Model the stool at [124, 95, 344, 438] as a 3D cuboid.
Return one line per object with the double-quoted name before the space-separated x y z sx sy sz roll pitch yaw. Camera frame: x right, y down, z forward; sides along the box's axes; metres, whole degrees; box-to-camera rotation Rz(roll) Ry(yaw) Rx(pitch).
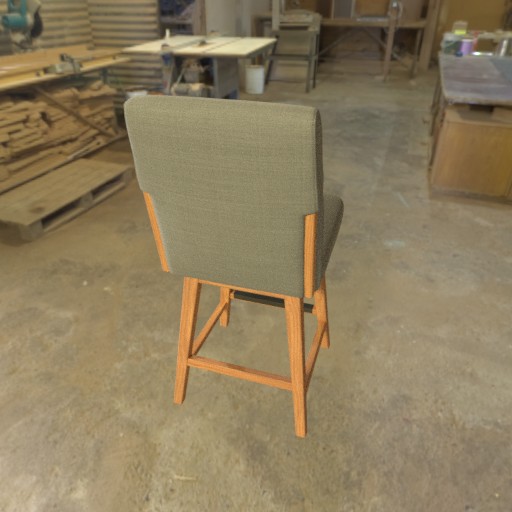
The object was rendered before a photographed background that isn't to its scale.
"stool" 0.000 0.000 1.356 0.459 1.019 0.570 9 32 15
